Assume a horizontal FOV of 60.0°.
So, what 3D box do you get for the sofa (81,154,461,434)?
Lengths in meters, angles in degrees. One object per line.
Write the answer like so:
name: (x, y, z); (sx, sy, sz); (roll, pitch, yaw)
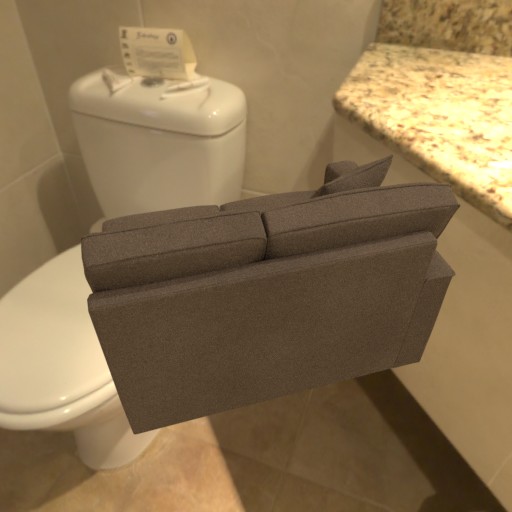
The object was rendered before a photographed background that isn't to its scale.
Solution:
sofa: (0.000, 0.000, 2.054); (1.388, 0.989, 0.991); (-11, 41, -12)
